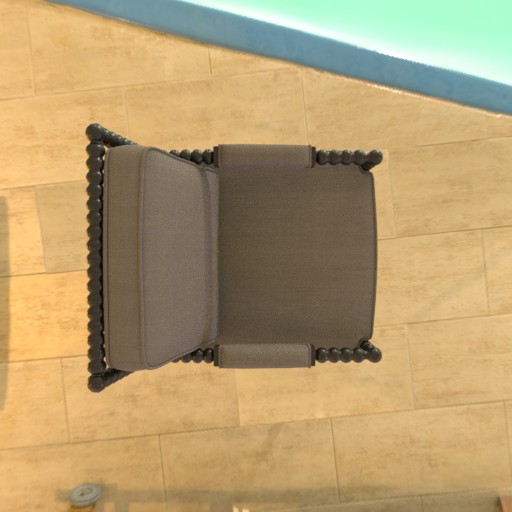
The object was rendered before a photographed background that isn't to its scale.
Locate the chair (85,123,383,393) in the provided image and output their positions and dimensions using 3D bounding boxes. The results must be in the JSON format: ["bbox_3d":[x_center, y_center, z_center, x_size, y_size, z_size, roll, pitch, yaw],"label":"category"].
[{"bbox_3d":[0.000,0.000,1.125,0.622,0.661,0.540,0,91,0],"label":"chair"}]
